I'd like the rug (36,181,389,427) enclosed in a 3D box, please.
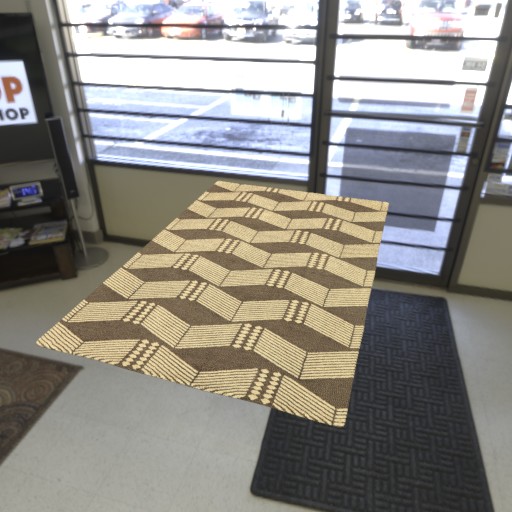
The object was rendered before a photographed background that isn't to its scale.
[{"bbox_3d":[0.000,0.000,2.311,1.210,0.016,1.833,10,32,16],"label":"rug"}]
